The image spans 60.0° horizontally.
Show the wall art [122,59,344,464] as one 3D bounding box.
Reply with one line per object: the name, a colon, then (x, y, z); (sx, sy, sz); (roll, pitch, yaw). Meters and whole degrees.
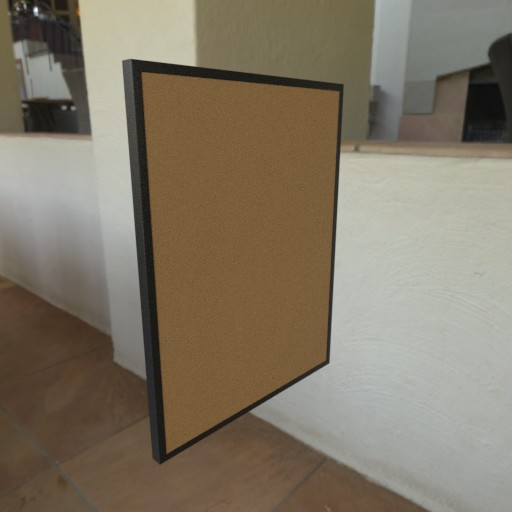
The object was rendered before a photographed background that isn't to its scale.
wall art: (0.000, 0.000, 1.393); (0.804, 1.061, 0.039); (-15, 22, -43)
